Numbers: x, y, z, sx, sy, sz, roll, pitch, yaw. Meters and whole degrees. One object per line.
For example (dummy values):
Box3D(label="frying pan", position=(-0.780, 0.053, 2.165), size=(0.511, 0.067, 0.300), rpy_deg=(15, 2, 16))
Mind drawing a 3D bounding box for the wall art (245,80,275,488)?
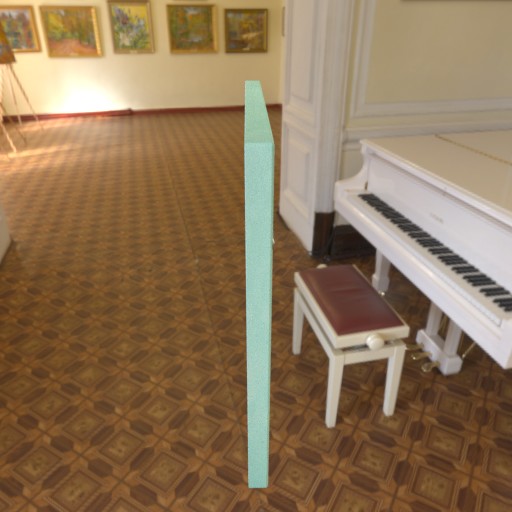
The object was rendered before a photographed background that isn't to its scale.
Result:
Box3D(label="wall art", position=(0.000, 0.000, 1.603), size=(0.070, 1.073, 1.071), rpy_deg=(-1, 28, -1))
